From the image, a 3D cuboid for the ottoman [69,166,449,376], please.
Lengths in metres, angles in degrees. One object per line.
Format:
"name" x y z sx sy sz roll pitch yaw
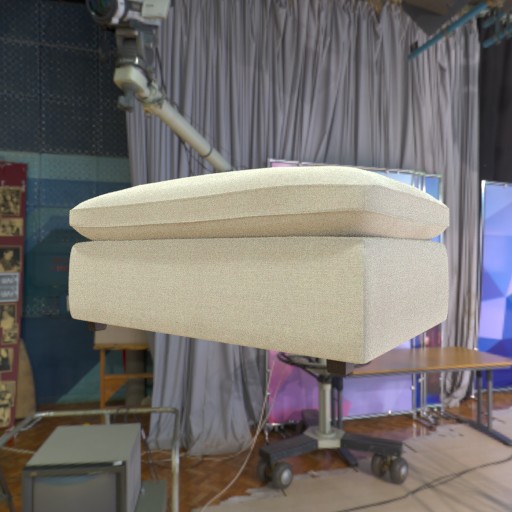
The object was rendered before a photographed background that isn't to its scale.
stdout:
"ottoman" 0.000 0.000 1.340 0.984 0.453 0.686 1 1 36
